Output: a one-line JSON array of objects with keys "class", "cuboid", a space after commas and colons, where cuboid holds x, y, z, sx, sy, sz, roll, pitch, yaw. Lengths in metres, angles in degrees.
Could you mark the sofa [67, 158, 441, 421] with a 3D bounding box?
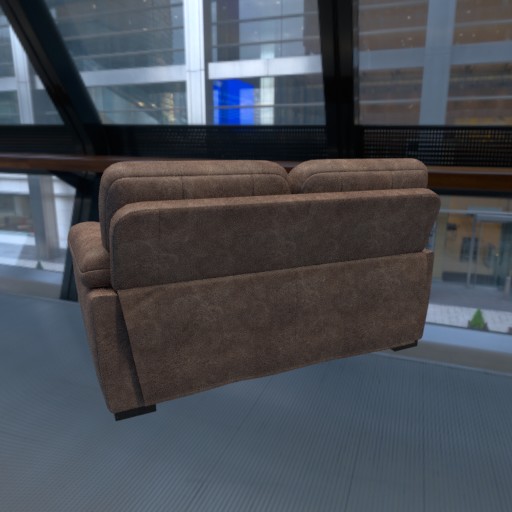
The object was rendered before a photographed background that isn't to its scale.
[{"class": "sofa", "cuboid": [0.000, 0.000, 2.304, 1.753, 0.991, 0.991, -6, 15, -25]}]
